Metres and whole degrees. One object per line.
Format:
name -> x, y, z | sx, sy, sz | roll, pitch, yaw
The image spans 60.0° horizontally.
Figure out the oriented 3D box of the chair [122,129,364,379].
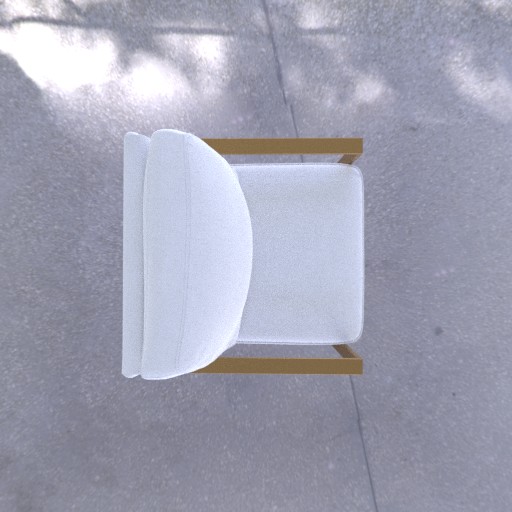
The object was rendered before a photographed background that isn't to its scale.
chair -> 0.000, 0.000, 1.604 | 0.813, 0.966, 0.805 | 0, 90, -1
